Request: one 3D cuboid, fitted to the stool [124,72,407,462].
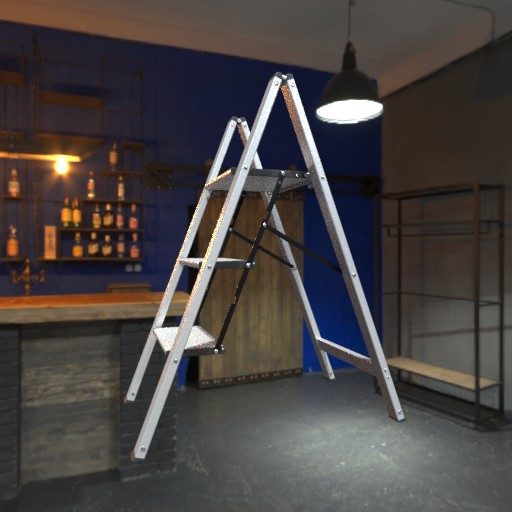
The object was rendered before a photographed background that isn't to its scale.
[{"bbox_3d":[0.000,0.000,1.295,0.730,0.902,0.441,0,1,-19],"label":"stool"}]
